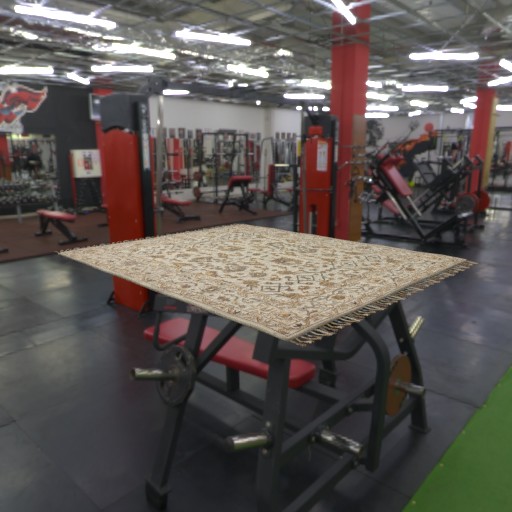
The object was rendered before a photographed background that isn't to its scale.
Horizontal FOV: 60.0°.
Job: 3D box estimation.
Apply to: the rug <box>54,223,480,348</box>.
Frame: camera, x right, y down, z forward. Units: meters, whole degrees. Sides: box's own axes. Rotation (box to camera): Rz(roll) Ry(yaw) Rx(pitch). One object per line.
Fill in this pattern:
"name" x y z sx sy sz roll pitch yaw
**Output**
"rug" 0.000 0.000 4.021 3.061 0.034 2.426 13 18 43
